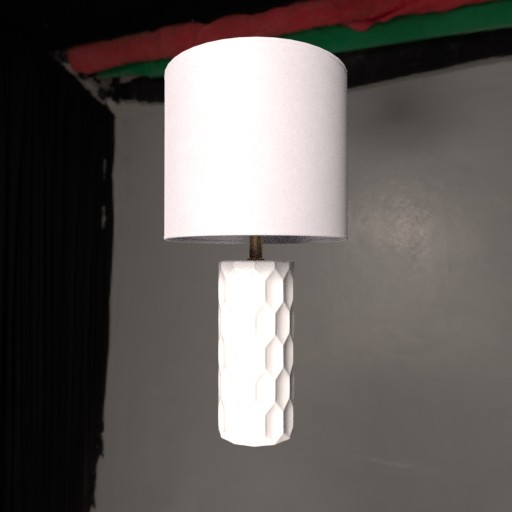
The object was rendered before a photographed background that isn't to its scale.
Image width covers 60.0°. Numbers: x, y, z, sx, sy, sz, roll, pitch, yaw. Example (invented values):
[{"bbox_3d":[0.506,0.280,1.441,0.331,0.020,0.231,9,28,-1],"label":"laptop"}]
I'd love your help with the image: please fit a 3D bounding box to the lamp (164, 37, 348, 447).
[{"bbox_3d":[0.000,0.000,0.680,0.277,0.537,0.277,0,-1,18],"label":"lamp"}]
